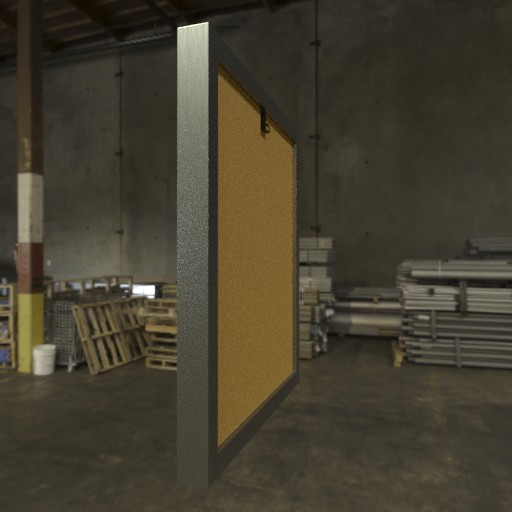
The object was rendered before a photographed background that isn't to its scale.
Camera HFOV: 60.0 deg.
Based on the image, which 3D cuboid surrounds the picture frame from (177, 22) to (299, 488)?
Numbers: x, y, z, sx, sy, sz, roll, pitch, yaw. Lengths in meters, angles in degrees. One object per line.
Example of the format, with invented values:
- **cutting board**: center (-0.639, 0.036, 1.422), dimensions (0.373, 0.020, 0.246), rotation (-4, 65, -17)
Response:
- **picture frame**: center (0.000, 0.000, 1.327), dimensions (0.073, 0.968, 0.839), rotation (0, 0, 19)
